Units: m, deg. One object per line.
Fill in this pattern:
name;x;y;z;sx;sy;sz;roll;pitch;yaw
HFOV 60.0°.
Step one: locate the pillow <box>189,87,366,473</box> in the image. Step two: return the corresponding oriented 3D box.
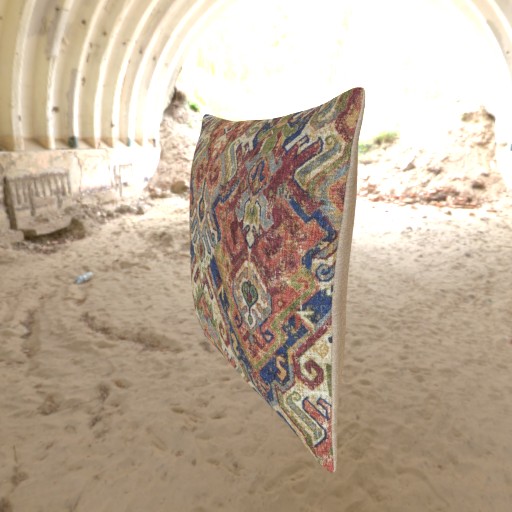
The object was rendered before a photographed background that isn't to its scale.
pillow;0.000;0.000;0.778;0.166;0.506;0.523;-7;16;-25
